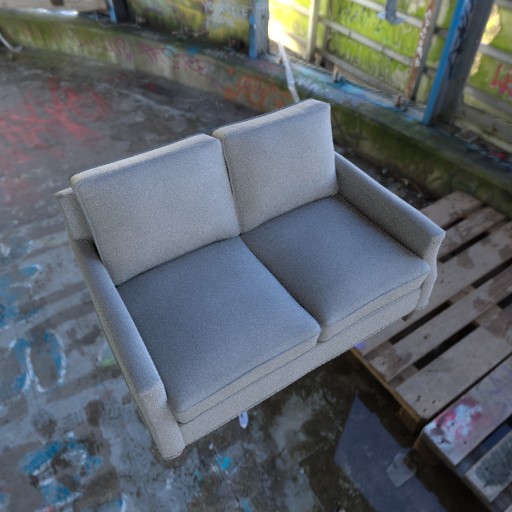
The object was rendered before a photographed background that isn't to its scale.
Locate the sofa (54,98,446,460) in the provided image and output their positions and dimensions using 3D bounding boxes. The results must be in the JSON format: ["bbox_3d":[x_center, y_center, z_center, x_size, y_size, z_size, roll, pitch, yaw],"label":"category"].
[{"bbox_3d":[0.000,0.000,2.217,1.597,1.003,1.084,-24,51,-22],"label":"sofa"}]
